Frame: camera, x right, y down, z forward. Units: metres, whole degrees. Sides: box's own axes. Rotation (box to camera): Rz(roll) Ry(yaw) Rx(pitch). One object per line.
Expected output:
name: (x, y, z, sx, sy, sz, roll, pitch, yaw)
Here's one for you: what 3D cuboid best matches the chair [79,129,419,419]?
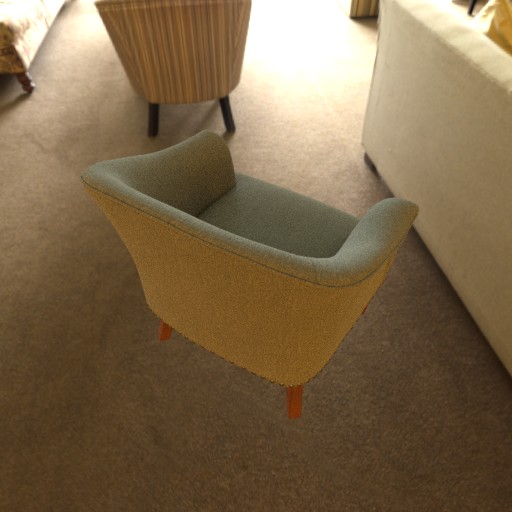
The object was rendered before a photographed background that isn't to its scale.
chair: (0.000, 0.000, 1.398, 0.798, 0.815, 0.704, 25, 51, 22)
